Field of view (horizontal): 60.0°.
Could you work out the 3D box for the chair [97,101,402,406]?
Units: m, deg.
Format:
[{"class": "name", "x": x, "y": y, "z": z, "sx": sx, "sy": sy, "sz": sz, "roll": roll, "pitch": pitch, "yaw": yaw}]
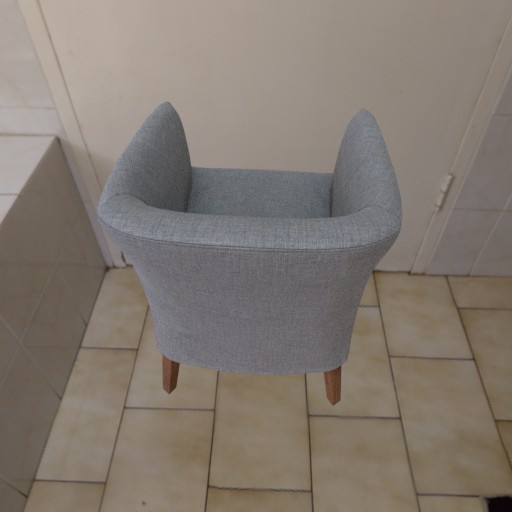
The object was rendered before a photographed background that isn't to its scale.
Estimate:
[{"class": "chair", "x": 0.000, "y": 0.000, "z": 1.212, "sx": 0.600, "sy": 0.771, "sz": 0.668, "roll": 3, "pitch": 47, "yaw": 3}]
